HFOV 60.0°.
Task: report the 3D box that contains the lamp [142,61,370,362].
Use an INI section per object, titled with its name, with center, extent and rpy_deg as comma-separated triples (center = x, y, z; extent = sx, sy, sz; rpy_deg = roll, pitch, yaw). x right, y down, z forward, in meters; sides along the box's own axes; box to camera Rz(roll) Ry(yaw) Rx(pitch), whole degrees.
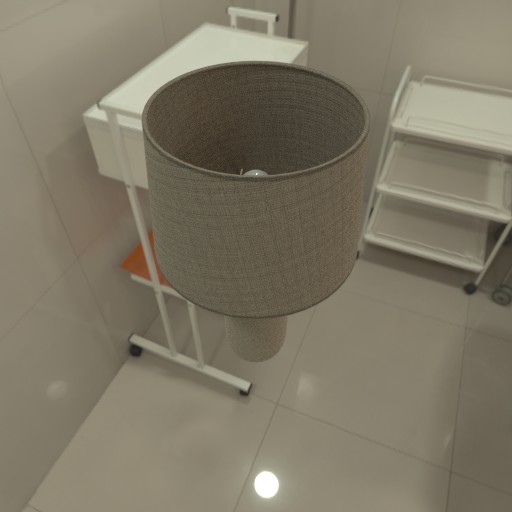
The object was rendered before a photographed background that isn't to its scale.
[lamp]
center = 0.000, 0.000, 0.849
extent = 0.367, 0.609, 0.367
rpy_deg = 0, 47, 0
